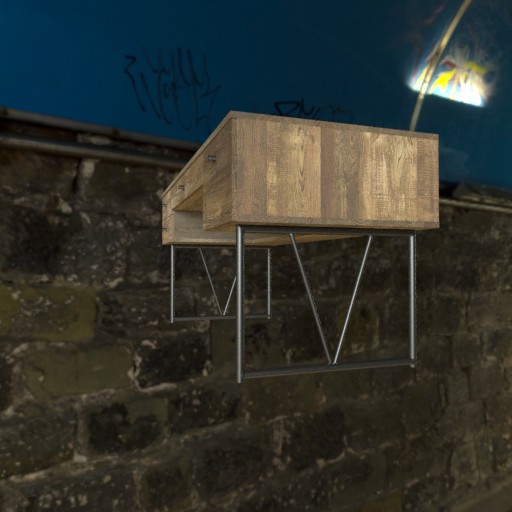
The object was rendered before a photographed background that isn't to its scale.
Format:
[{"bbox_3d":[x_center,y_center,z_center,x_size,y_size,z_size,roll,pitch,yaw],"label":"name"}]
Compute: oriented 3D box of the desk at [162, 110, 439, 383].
[{"bbox_3d":[0.000,0.000,2.095,0.730,0.780,1.600,0,-1,-19],"label":"desk"}]
